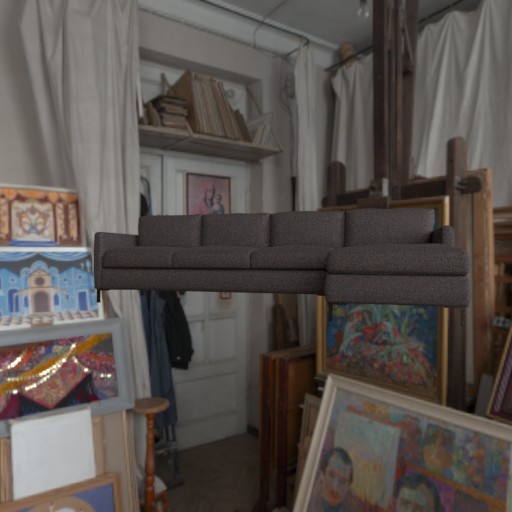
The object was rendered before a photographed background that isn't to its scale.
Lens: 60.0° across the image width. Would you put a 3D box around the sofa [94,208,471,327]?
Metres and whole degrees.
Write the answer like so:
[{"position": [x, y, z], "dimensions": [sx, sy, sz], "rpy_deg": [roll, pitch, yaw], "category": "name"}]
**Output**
[{"position": [0.000, 0.000, 3.882], "dimensions": [3.221, 0.892, 1.483], "rpy_deg": [0, 0, 17], "category": "sofa"}]
